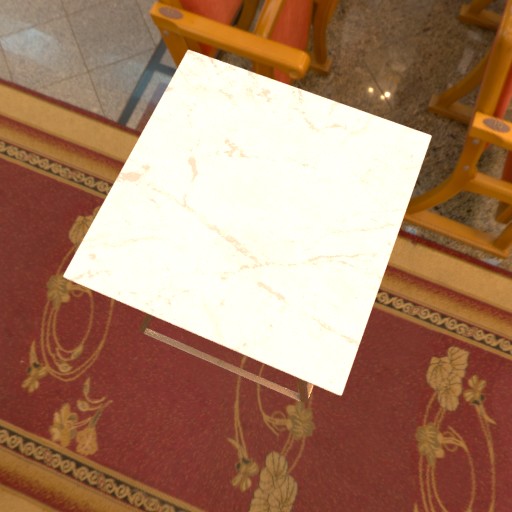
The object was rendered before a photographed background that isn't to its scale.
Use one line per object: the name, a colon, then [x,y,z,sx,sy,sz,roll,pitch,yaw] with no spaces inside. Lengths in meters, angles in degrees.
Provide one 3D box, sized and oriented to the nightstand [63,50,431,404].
nightstand: [0.000,0.000,0.903,0.455,0.554,0.455,22,75,6]
